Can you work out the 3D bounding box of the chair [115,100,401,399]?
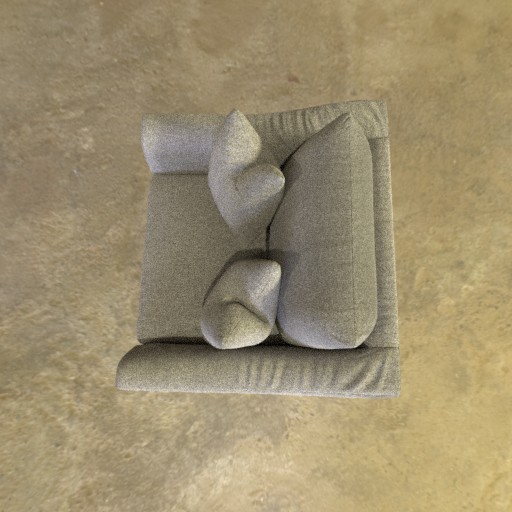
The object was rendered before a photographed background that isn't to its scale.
[{"bbox_3d":[0.000,0.000,2.029,1.071,1.059,1.194,1,76,0],"label":"chair"}]
